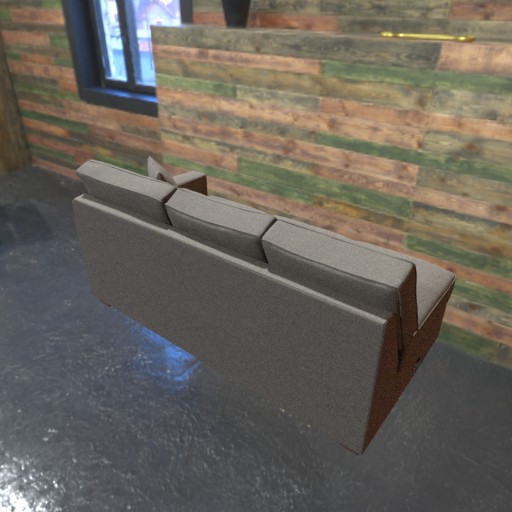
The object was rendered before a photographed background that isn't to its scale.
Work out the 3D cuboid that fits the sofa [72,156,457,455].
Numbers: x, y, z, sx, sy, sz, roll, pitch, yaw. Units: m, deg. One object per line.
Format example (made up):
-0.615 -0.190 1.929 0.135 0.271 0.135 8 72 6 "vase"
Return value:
0.000 0.000 2.523 1.963 0.946 1.034 21 36 32 "sofa"
